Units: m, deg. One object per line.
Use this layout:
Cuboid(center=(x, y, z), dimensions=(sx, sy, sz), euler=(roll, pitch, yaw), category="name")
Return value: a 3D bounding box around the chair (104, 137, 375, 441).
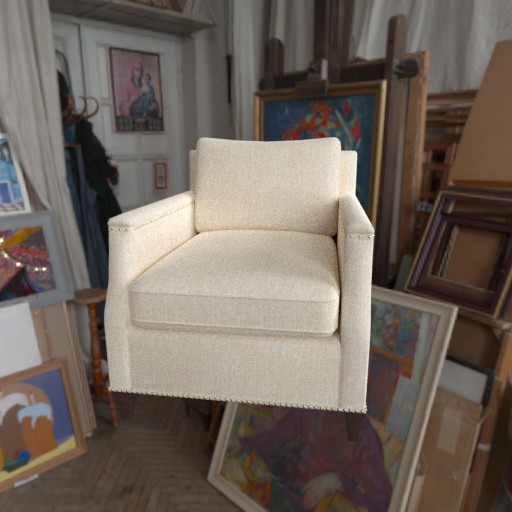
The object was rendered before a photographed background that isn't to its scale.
Cuboid(center=(0.000, 0.000, 1.802), dimensions=(0.838, 0.940, 1.041), euler=(2, 14, 8), category="chair")
